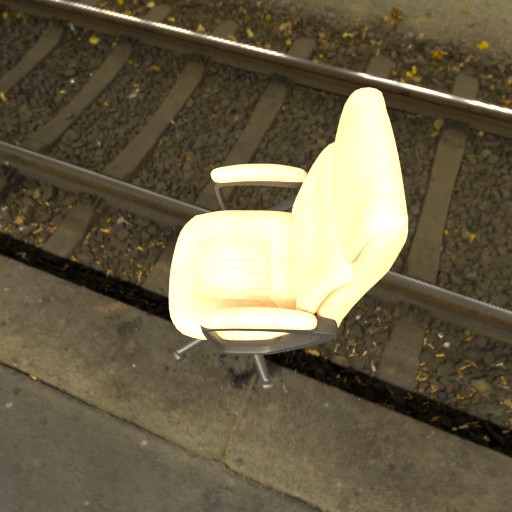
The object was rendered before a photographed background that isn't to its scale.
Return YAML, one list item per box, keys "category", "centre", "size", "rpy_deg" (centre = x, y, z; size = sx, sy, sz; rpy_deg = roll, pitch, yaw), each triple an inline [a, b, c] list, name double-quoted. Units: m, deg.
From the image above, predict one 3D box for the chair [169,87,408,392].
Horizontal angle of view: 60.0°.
- category: "chair"
  centre: [0.000, 0.000, 1.557]
  size: [0.724, 1.105, 0.667]
  rpy_deg: [1, 58, 1]
